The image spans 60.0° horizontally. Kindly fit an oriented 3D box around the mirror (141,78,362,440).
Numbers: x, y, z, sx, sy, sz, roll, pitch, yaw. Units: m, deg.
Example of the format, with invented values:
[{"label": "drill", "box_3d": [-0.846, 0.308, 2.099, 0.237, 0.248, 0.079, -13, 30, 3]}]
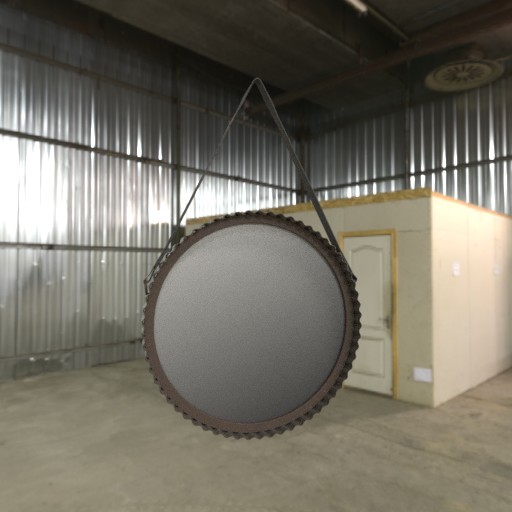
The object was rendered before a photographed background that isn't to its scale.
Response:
[{"label": "mirror", "box_3d": [0.000, 0.000, 0.709, 0.355, 0.568, 0.042, 0, -1, -16]}]
